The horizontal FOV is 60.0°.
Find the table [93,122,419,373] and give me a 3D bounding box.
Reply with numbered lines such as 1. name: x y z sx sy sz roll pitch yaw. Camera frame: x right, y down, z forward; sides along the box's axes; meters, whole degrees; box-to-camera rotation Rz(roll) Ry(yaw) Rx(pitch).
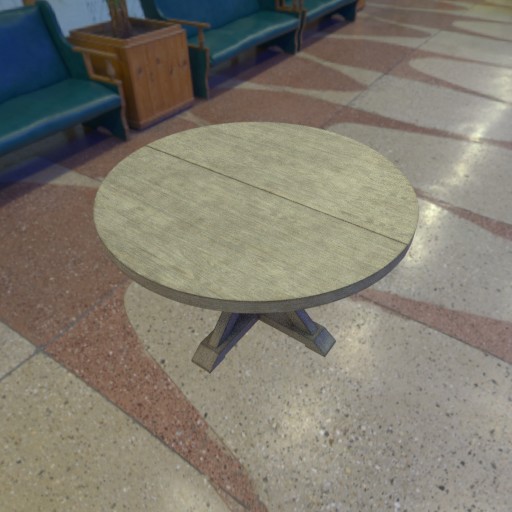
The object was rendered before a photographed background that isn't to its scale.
1. table: 0.000 0.000 2.172 1.363 0.781 1.363 0 40 0
